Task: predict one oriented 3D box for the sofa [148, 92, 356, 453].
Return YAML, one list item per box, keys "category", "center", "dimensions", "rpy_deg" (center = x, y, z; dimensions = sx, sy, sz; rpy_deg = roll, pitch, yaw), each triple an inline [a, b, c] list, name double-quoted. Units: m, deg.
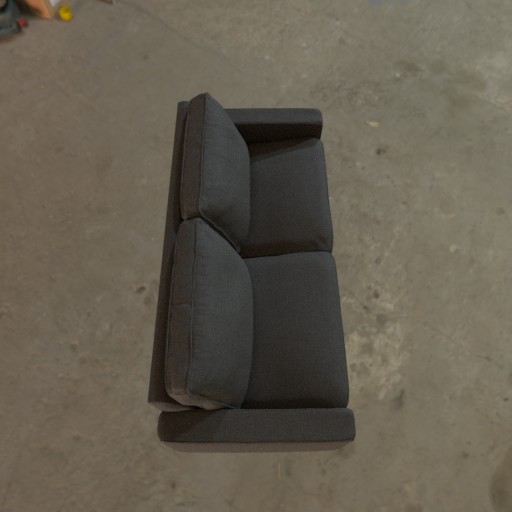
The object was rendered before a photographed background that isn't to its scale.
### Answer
- category: "sofa"
  center: [0.000, 0.000, 2.598]
  dimensions: [0.940, 0.919, 2.080]
  rpy_deg: [0, 62, 0]
